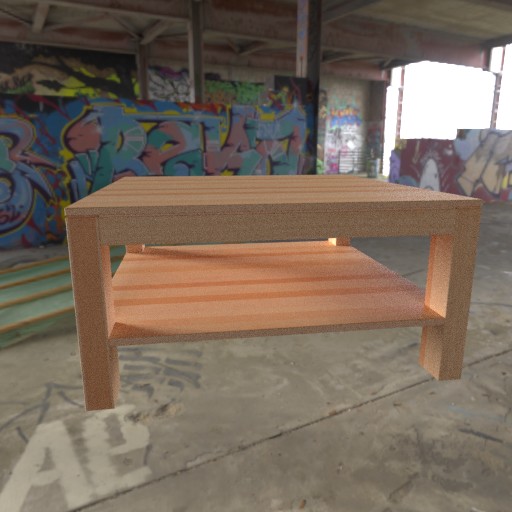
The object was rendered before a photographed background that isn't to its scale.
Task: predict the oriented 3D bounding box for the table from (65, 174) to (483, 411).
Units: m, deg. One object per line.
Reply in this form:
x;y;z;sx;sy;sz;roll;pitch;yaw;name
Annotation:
0.000;0.000;1.421;0.900;0.450;0.900;-2;14;-9;table
